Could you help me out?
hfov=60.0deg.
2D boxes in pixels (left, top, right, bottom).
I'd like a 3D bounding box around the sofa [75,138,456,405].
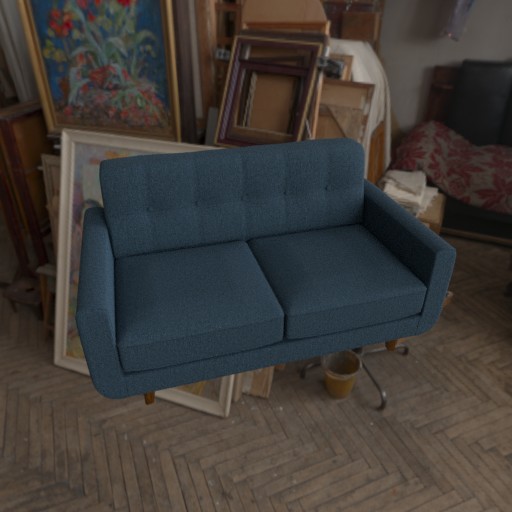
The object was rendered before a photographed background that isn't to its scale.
[{"bbox_3d":[0.000,0.000,2.261,1.651,0.896,0.942,-9,33,-14],"label":"sofa"}]
